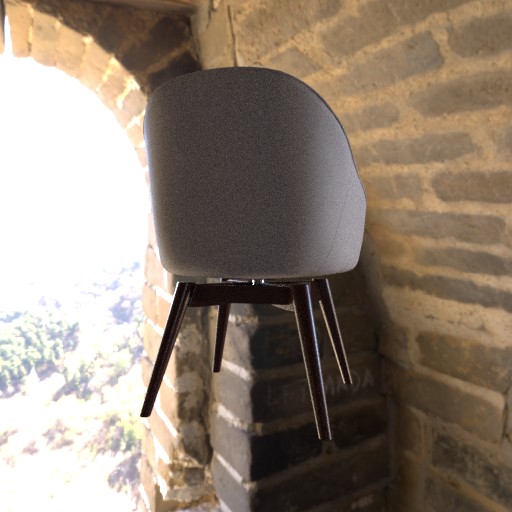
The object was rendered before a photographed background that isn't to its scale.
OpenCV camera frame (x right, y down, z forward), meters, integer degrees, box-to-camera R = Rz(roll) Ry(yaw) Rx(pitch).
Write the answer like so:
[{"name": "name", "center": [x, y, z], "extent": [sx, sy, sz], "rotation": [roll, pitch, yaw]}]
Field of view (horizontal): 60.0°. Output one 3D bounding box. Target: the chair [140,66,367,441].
[{"name": "chair", "center": [0.000, 0.000, 1.266], "extent": [0.596, 0.823, 0.635], "rotation": [0, 0, 18]}]
